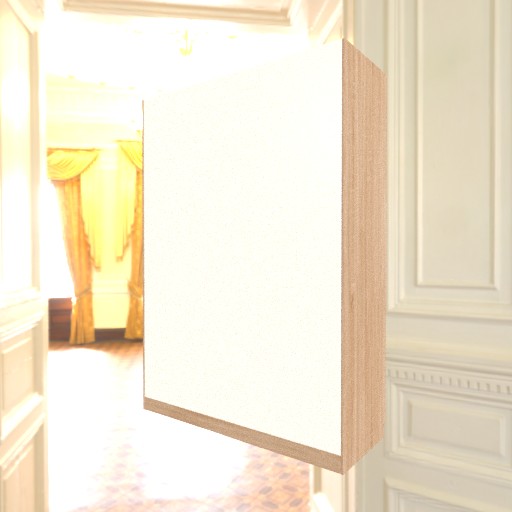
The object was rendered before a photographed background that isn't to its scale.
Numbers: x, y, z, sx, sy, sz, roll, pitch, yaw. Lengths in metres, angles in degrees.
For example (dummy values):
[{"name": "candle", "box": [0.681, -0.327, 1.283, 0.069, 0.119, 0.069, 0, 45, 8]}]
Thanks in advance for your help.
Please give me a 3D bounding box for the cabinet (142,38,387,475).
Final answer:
[{"name": "cabinet", "box": [0.000, 0.000, 2.829, 1.500, 2.120, 0.590, 1, 1, 37]}]
